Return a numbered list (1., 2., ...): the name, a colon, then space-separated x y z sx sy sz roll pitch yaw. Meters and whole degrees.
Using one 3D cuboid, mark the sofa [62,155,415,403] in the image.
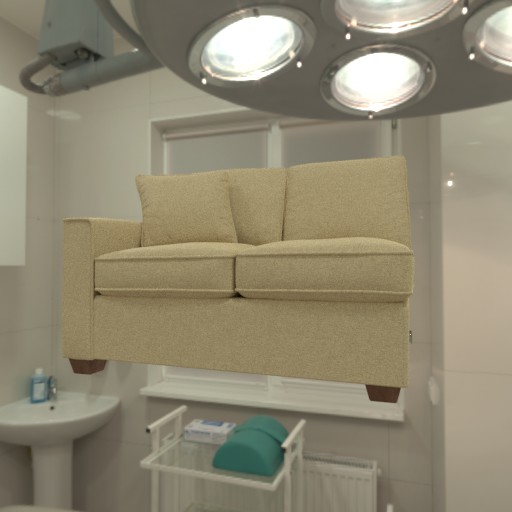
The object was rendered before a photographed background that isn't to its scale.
1. sofa: 0.000 0.000 2.054 1.388 0.989 0.991 0 -2 19
